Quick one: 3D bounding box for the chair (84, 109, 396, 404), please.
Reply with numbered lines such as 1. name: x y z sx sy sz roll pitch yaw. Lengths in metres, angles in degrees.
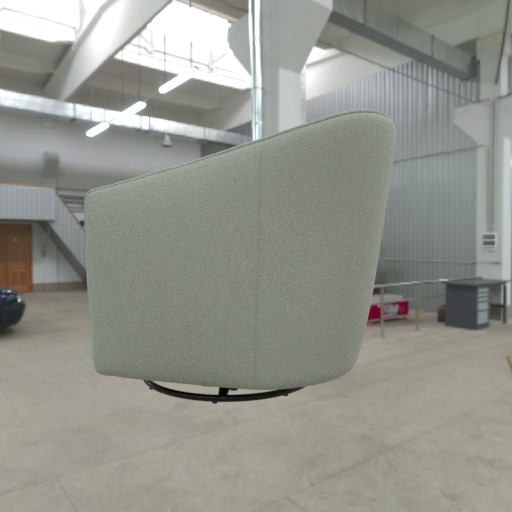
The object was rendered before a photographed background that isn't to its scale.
1. chair: 0.000 0.000 1.462 0.875 0.799 0.747 0 1 17
